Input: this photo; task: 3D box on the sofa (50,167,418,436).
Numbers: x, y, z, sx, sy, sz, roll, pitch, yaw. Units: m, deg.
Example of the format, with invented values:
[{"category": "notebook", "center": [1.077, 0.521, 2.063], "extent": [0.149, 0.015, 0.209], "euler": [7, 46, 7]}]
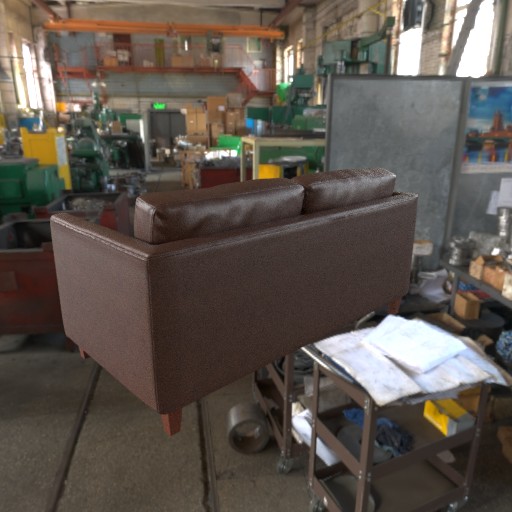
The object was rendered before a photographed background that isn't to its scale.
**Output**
[{"category": "sofa", "center": [0.000, 0.000, 2.478], "extent": [1.883, 0.933, 0.951], "euler": [-15, 22, -41]}]
